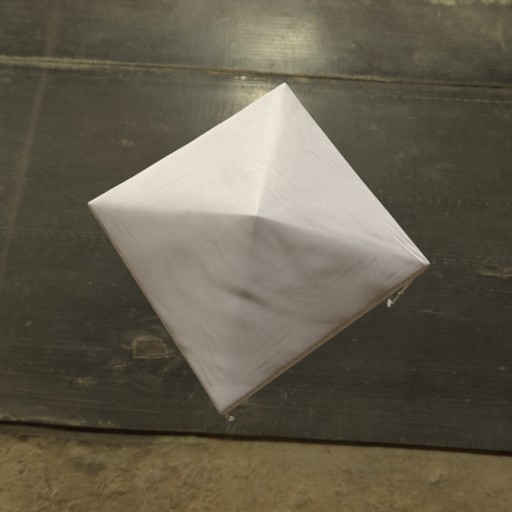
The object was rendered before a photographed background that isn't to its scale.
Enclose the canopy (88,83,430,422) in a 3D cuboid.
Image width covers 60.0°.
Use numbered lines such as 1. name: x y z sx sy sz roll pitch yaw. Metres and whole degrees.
1. canopy: 0.000 0.000 6.428 3.599 3.600 3.600 -34 79 -8
